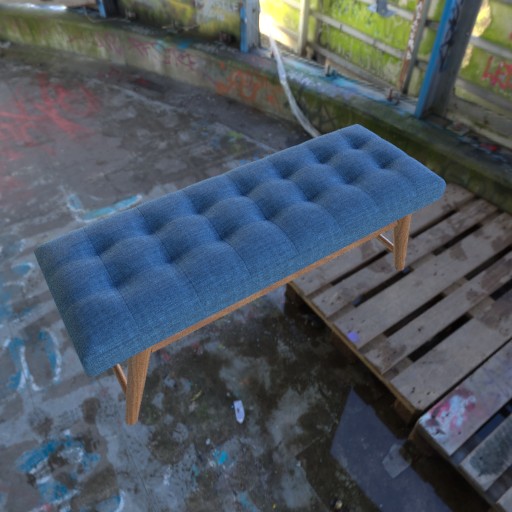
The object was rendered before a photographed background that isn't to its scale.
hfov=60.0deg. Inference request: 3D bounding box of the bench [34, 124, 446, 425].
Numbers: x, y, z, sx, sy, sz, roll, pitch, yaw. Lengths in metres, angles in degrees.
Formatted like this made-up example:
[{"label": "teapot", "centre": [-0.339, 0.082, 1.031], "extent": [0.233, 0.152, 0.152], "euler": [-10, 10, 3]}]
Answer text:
[{"label": "bench", "centre": [0.000, 0.000, 1.361], "extent": [1.118, 0.432, 0.406], "euler": [-25, 52, -22]}]
